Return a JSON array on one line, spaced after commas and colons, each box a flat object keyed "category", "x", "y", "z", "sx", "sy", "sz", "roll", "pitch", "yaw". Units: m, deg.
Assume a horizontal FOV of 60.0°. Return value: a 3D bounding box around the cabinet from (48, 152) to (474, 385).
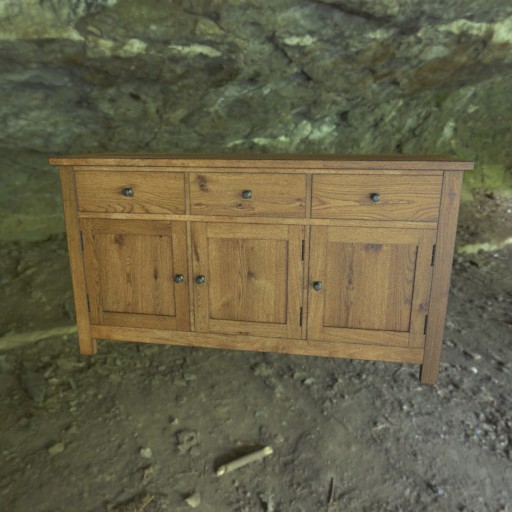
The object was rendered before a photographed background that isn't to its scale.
[{"category": "cabinet", "x": 0.000, "y": 0.000, "z": 1.843, "sx": 1.474, "sy": 0.813, "sz": 0.480, "roll": 3, "pitch": 16, "yaw": 9}]
